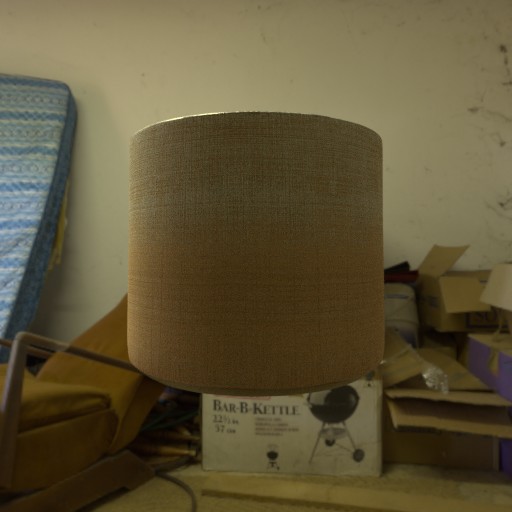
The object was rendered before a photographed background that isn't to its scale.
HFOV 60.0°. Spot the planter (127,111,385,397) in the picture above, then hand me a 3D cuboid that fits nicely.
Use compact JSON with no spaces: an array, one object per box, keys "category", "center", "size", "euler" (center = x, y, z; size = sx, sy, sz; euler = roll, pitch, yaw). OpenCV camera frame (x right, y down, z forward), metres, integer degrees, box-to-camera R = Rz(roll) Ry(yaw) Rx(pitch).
[{"category":"planter","center":[0.000,0.000,0.454],"size":[0.254,0.221,0.254],"euler":[0,1,0]}]
